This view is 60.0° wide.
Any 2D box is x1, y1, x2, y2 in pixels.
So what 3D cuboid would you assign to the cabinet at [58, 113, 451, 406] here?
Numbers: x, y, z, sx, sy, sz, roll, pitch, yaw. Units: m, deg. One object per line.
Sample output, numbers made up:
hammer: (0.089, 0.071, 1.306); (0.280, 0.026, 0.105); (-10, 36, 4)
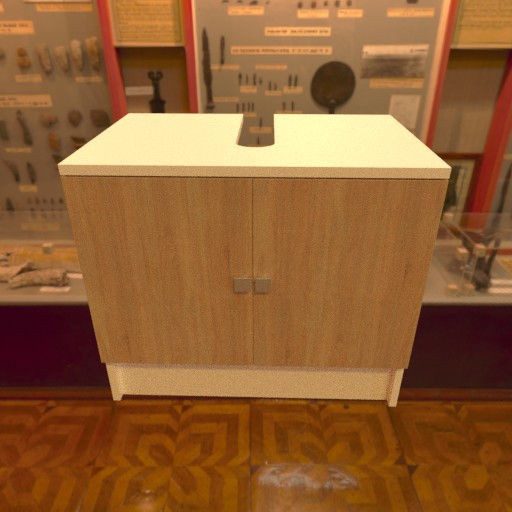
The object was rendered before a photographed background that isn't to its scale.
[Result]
cabinet: (0.000, 0.000, 0.966); (0.600, 0.522, 0.400); (1, 29, 1)
